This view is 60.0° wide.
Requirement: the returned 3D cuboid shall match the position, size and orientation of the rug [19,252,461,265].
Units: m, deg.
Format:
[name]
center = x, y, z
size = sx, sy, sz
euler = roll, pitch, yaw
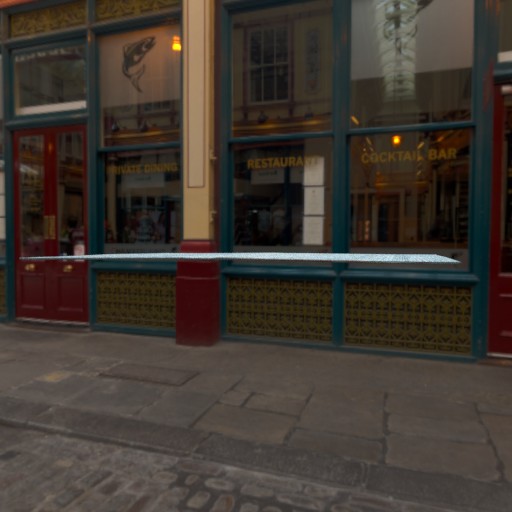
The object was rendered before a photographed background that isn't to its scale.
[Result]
[rug]
center = 0.000, 0.000, 2.866
size = 2.260, 0.026, 1.611
euler = 0, 1, 19
